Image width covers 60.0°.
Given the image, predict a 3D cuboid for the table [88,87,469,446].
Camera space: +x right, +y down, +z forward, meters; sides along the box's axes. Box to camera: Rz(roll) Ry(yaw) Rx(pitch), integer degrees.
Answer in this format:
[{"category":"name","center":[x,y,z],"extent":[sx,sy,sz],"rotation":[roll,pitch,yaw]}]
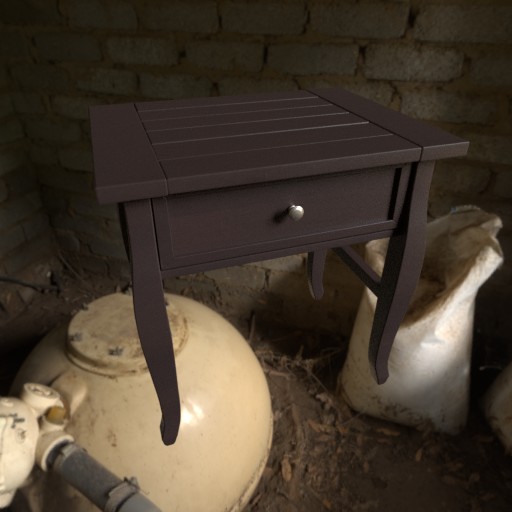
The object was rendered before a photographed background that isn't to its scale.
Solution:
[{"category":"table","center":[0.000,0.000,1.005],"extent":[0.602,0.605,0.460],"rotation":[-10,34,-16]}]
